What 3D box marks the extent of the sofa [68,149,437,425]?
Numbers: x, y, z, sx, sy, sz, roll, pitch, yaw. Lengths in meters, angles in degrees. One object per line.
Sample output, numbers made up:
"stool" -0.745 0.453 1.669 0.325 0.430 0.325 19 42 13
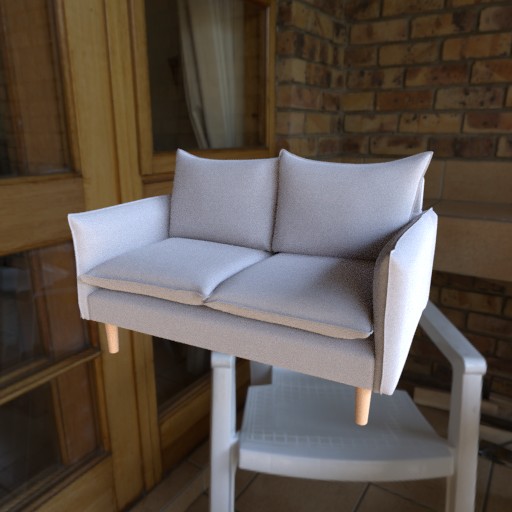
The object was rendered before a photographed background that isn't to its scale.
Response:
"sofa" 0.000 0.000 1.823 1.300 0.840 0.820 8 18 26
